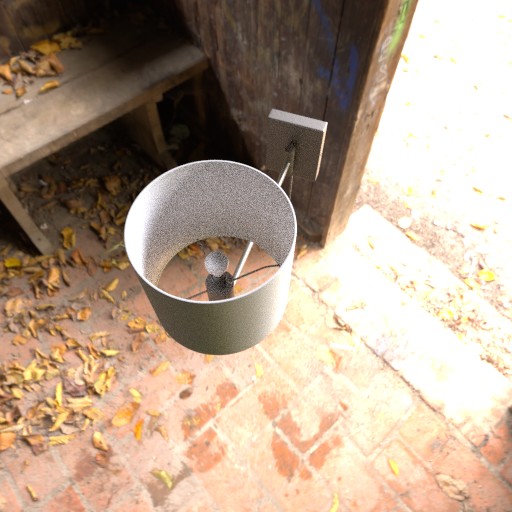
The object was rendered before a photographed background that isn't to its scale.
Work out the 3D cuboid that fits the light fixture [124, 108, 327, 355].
[{"bbox_3d":[0.000,0.000,0.879,0.203,0.651,0.516,17,61,10],"label":"light fixture"}]
